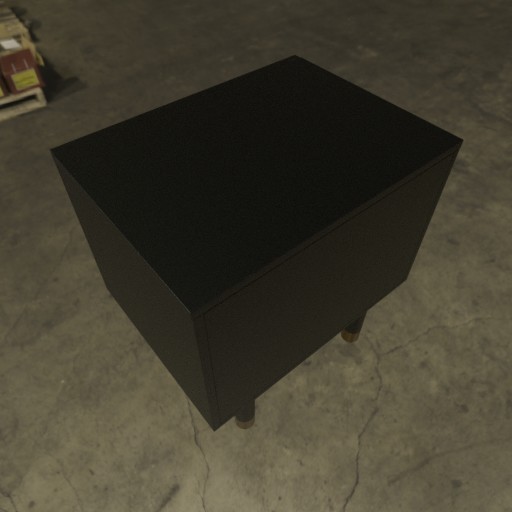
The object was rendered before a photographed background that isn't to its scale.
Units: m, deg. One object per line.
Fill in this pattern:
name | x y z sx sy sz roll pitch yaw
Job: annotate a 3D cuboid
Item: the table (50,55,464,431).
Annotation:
table | 0.000 0.000 0.975 0.564 0.584 0.441 -32 56 -25
